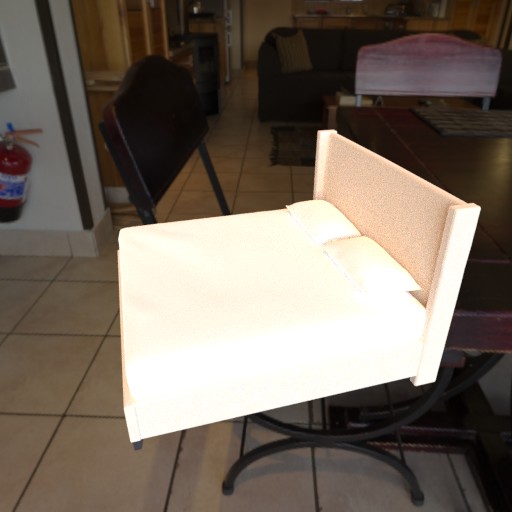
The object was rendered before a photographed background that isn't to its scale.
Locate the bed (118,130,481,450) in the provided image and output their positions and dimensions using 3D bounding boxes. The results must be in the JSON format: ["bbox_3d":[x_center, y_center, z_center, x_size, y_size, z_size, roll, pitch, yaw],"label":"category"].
[{"bbox_3d":[0.000,0.000,3.709,2.293,1.471,2.145,-8,30,-14],"label":"bed"}]
